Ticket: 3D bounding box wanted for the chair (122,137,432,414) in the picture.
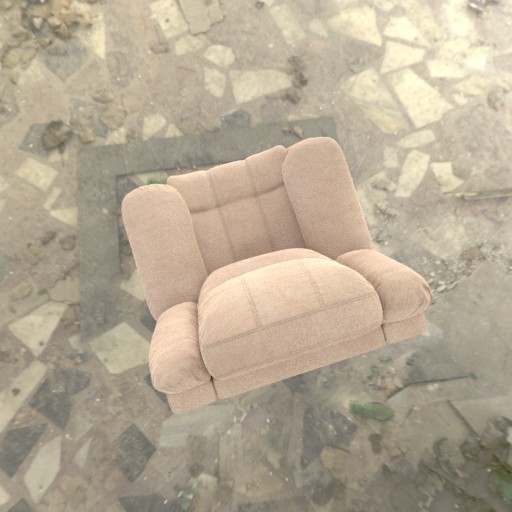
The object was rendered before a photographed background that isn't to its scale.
[{"bbox_3d":[0.000,0.000,1.759,0.899,1.008,0.944,-17,75,-4],"label":"chair"}]
